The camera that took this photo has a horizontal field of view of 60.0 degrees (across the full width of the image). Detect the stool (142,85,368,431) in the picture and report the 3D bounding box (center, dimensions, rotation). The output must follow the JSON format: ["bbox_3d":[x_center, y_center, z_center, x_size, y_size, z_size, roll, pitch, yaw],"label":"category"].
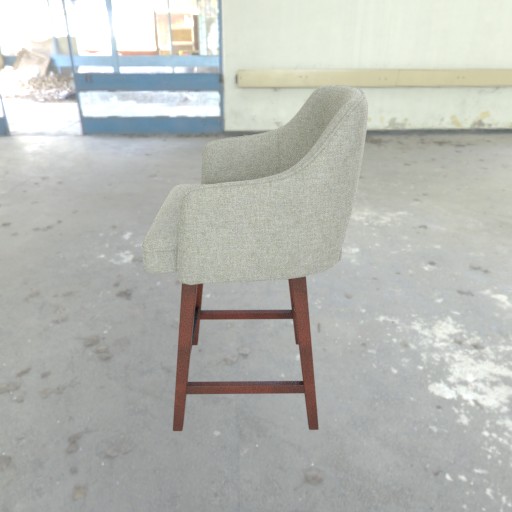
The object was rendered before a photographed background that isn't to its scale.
[{"bbox_3d":[0.000,0.000,1.328,0.558,0.944,0.599,0,25,-1],"label":"stool"}]
